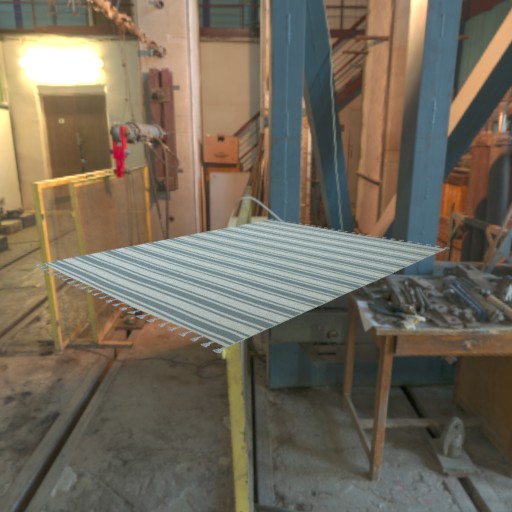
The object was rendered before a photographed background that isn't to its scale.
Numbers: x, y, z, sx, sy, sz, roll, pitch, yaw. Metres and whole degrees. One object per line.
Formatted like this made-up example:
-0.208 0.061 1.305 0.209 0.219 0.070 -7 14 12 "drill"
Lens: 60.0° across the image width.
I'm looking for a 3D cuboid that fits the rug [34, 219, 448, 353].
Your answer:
0.000 0.000 4.220 2.439 0.005 3.201 14 20 42 "rug"
